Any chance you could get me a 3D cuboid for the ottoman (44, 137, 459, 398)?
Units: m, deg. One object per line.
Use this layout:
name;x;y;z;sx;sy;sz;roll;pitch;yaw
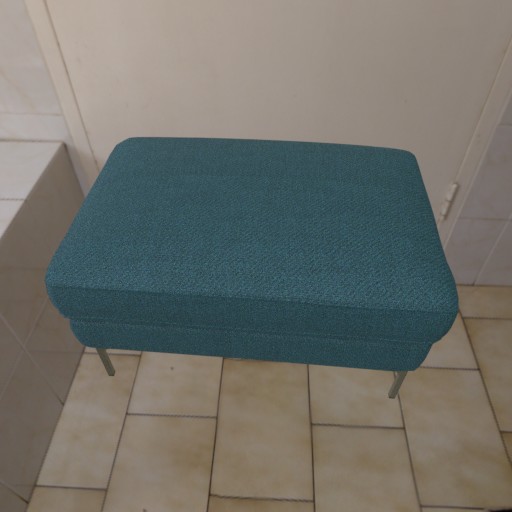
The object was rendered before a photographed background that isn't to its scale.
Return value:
ottoman;0.000;0.000;1.184;0.856;0.498;0.563;4;46;3
